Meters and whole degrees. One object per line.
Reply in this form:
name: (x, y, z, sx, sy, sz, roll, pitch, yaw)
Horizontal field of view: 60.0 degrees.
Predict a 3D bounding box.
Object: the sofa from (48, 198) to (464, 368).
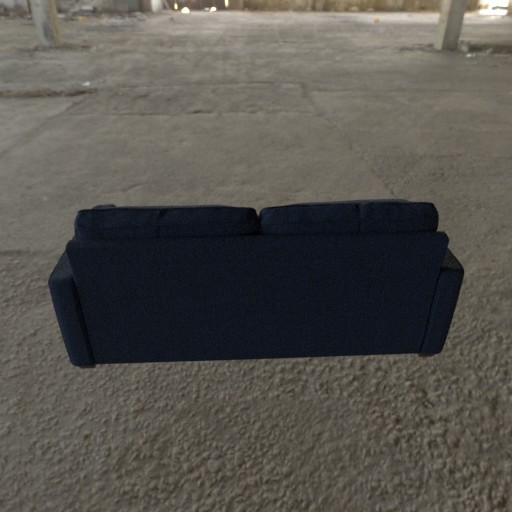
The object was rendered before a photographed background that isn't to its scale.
sofa: (0.000, 0.000, 2.608, 2.080, 0.919, 0.940, -1, 31, -2)
